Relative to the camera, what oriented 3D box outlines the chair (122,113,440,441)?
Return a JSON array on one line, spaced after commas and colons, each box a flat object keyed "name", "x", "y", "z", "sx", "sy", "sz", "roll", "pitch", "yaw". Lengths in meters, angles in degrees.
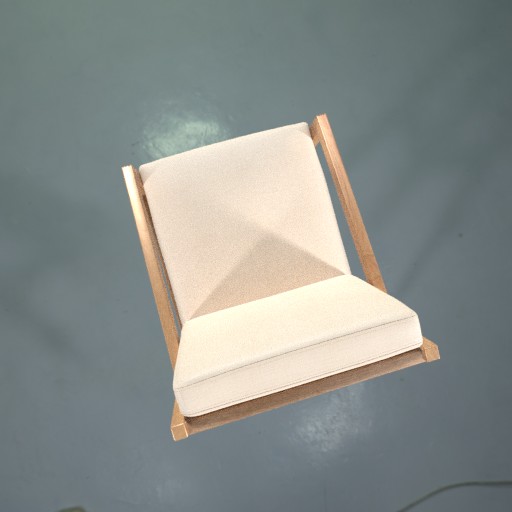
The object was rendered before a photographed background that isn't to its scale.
[{"name": "chair", "x": 0.000, "y": 0.000, "z": 1.396, "sx": 0.622, "sy": 0.790, "sz": 0.857, "roll": -16, "pitch": 76, "yaw": -4}]
